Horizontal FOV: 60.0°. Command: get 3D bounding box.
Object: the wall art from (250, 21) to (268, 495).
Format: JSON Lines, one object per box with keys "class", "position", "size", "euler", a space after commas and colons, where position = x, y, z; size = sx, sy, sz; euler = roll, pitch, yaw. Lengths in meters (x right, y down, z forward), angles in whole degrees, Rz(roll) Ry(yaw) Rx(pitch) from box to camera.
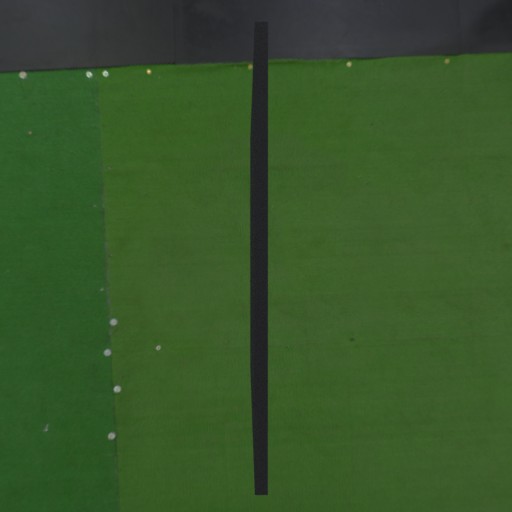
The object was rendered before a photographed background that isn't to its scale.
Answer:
{"class": "wall art", "position": [0.000, 0.000, 0.655], "size": [0.013, 0.458, 0.456], "euler": [0, 91, -1]}
